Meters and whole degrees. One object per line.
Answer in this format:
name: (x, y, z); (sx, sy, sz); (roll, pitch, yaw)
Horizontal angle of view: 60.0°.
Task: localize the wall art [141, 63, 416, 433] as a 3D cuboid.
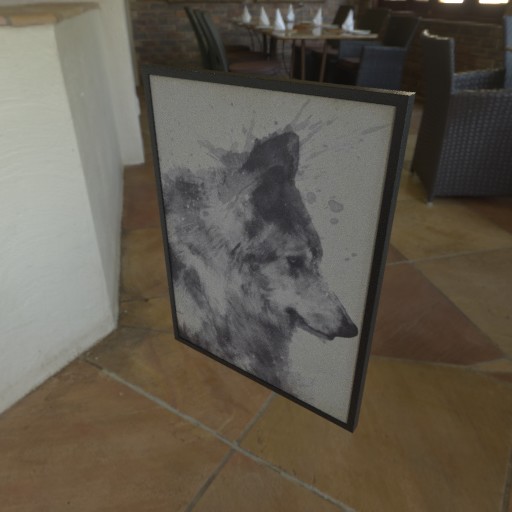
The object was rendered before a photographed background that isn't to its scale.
wall art: (0.000, 0.000, 1.398); (0.804, 1.061, 0.039); (20, 36, 30)
